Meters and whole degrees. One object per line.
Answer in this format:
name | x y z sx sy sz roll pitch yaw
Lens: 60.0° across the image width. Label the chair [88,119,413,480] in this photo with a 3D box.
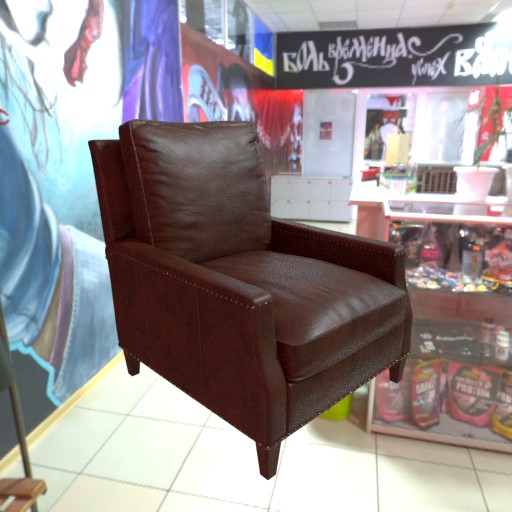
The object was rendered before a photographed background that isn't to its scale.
chair | 0.000 0.000 1.775 0.854 1.054 1.035 -15 21 -42
